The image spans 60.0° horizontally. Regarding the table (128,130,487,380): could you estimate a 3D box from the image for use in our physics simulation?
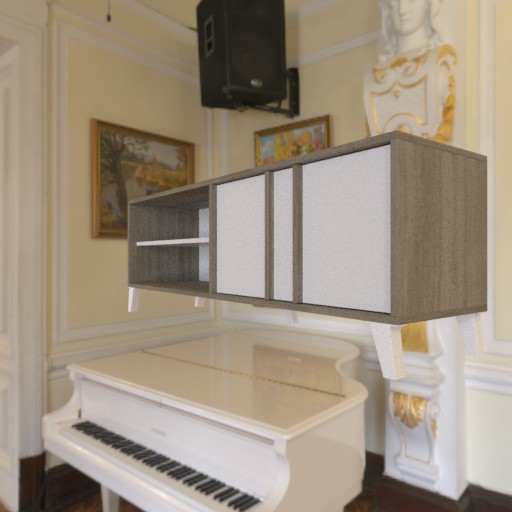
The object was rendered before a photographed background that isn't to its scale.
[{"bbox_3d":[0.000,0.000,1.651,0.400,0.530,1.500,0,0,-38],"label":"table"}]
